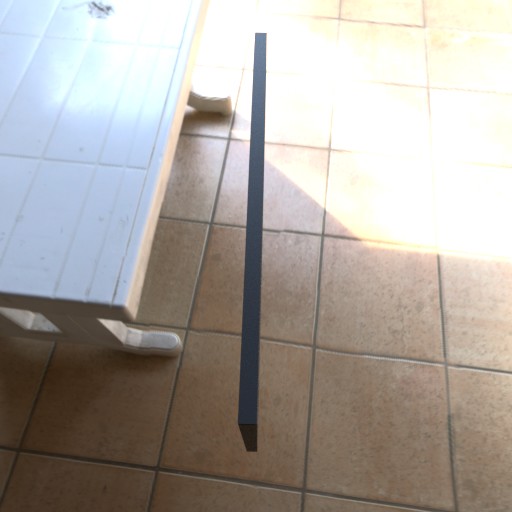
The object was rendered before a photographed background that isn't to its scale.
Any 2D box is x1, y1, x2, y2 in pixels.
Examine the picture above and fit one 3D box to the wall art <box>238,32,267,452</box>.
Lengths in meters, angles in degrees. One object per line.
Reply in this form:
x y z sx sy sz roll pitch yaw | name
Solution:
0.000 0.000 0.556 0.016 0.306 0.432 1 63 1 | wall art
